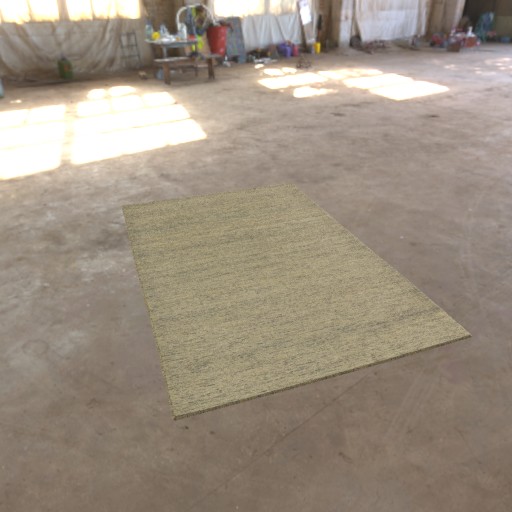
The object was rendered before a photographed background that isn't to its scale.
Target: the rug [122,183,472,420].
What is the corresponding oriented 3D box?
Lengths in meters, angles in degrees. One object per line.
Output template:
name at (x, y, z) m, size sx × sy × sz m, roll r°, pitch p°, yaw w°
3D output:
rug at (0.000, 0.000, 2.383) m, size 1.243 × 0.014 × 1.846 m, roll -10°, pitch 32°, yaw -17°
